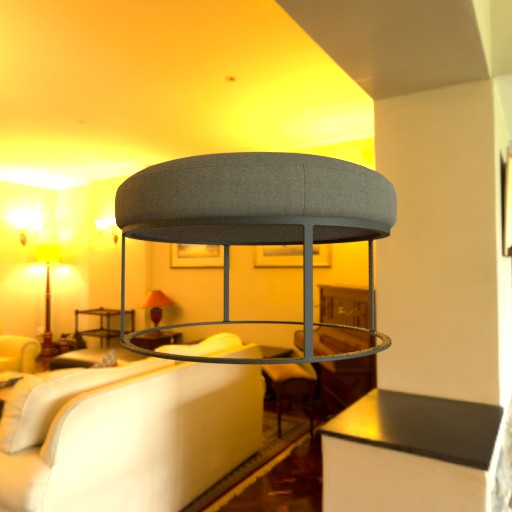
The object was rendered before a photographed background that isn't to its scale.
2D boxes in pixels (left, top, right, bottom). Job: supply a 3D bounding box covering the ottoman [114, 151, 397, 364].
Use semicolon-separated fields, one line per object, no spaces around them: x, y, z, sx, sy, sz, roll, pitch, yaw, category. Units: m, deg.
0.000;0.000;1.257;0.772;0.460;0.772;0;-2;0;ottoman
